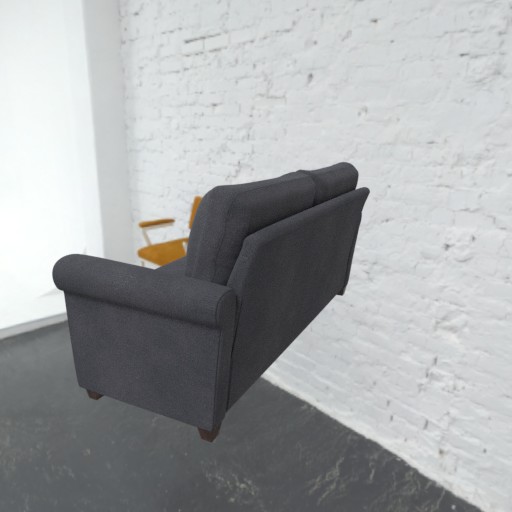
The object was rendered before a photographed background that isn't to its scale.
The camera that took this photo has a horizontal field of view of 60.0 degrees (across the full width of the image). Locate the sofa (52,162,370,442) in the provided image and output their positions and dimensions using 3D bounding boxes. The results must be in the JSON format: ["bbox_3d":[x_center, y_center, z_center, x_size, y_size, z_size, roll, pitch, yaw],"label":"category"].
[{"bbox_3d":[0.000,0.000,2.425,0.842,0.942,1.935,8,17,26],"label":"sofa"}]
